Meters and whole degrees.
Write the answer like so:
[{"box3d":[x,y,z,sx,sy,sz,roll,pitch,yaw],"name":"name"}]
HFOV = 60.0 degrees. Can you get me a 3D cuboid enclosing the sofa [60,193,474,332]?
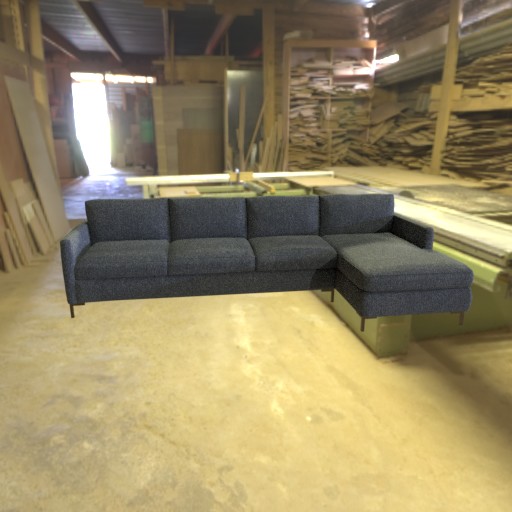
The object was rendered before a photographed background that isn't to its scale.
[{"box3d":[0.000,0.000,3.520,2.932,0.810,1.350,-2,16,-8],"name":"sofa"}]
